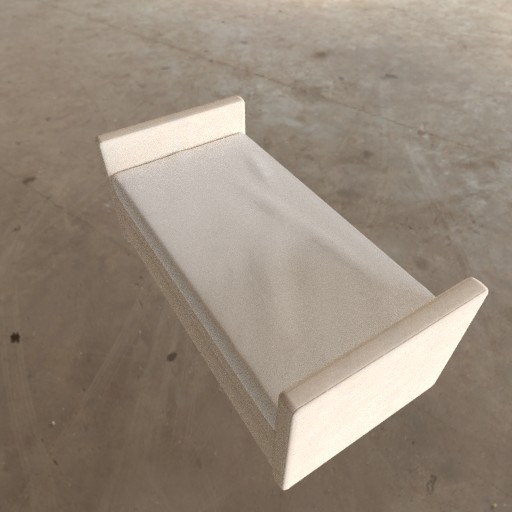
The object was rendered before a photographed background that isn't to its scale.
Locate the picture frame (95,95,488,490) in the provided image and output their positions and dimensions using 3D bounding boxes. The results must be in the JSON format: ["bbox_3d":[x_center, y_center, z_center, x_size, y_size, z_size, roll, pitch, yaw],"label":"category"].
[{"bbox_3d":[0.000,0.000,2.683,1.069,0.891,2.161,-25,51,-22],"label":"picture frame"}]
